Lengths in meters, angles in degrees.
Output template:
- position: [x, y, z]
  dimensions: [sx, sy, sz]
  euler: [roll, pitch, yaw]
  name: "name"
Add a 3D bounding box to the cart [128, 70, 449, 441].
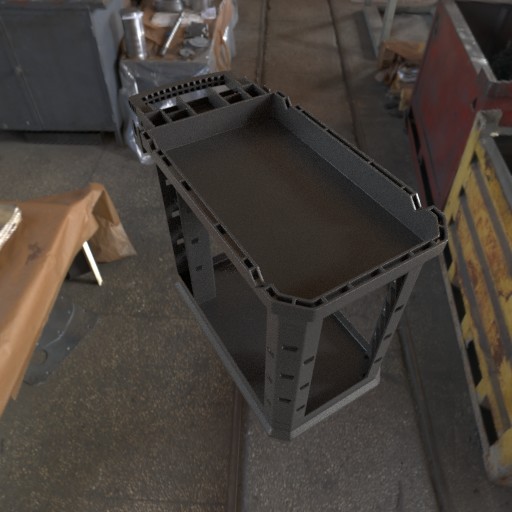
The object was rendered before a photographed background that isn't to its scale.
- position: [0.000, 0.000, 1.569]
  dimensions: [0.497, 0.884, 1.061]
  euler: [-24, 52, -21]
  name: "cart"
